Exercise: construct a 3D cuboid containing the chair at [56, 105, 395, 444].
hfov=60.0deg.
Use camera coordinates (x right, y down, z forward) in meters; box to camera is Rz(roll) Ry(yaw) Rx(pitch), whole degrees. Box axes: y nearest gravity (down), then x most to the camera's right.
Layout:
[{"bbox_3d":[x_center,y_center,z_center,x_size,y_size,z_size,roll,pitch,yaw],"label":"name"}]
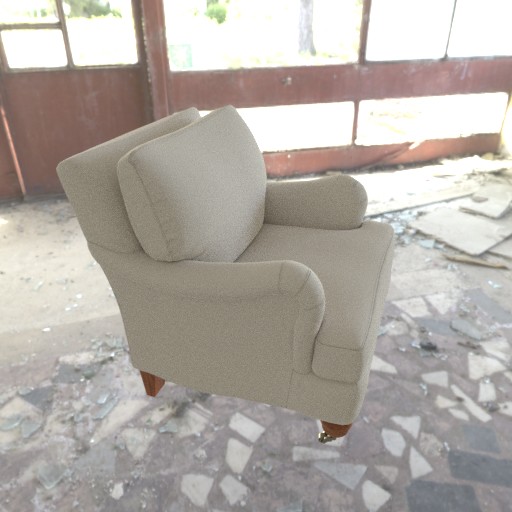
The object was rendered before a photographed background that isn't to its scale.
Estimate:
[{"bbox_3d":[0.000,0.000,1.835,1.070,1.038,0.955,11,32,18],"label":"chair"}]
